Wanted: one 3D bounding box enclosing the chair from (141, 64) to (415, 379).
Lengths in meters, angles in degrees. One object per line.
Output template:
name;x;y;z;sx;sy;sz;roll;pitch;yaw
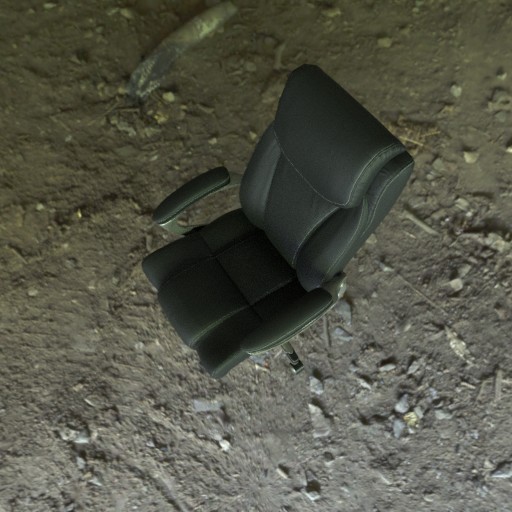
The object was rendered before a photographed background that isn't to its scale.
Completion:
chair;0.000;0.000;1.675;0.784;1.167;0.741;-31;67;-15
